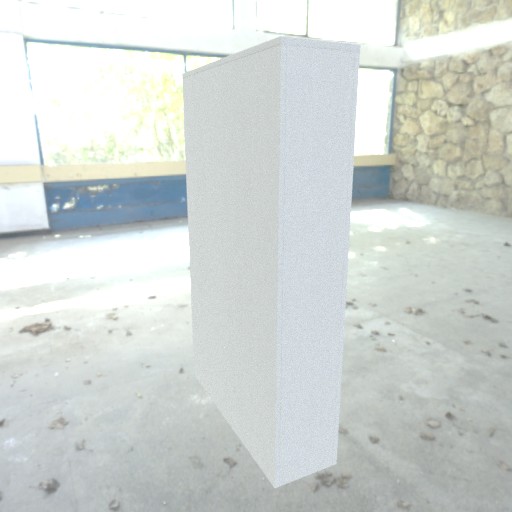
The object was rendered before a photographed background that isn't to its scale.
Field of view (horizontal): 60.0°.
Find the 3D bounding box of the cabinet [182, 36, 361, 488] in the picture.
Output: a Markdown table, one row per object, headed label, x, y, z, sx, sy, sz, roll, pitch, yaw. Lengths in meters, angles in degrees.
| label | x | y | z | sx | sy | sz | roll | pitch | yaw |
| --- | --- | --- | --- | --- | --- | --- | --- | --- | --- |
| cabinet | 0.000 | 0.000 | 1.580 | 0.250 | 1.280 | 0.750 | -8 | 17 | -26 |
